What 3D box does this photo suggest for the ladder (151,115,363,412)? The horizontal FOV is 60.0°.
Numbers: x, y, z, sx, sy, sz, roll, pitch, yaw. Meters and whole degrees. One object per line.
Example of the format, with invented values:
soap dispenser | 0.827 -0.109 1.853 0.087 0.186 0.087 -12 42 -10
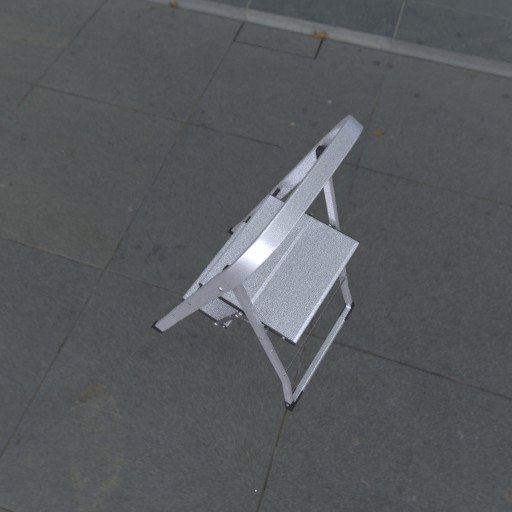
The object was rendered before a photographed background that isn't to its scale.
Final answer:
ladder | 0.000 0.000 1.127 0.530 0.830 0.465 30 66 15
